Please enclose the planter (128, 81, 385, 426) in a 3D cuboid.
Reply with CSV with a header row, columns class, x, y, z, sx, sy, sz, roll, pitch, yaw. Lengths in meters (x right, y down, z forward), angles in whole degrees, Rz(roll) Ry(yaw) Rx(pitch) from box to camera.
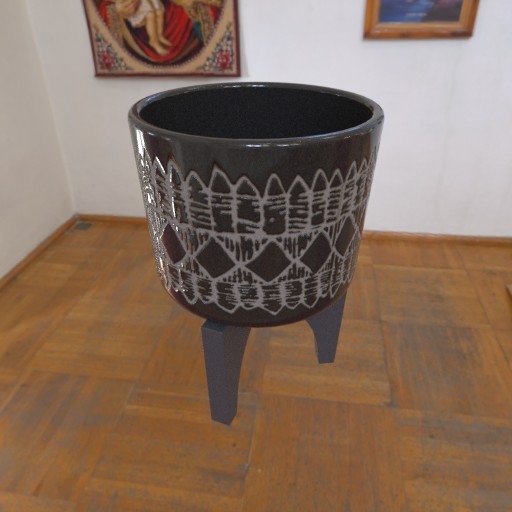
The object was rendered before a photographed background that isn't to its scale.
class,x,y,z,sx,sy,sz,roll,pitch,yaw
planter,0.000,0.000,0.534,0.251,0.355,0.251,-21,37,-31
